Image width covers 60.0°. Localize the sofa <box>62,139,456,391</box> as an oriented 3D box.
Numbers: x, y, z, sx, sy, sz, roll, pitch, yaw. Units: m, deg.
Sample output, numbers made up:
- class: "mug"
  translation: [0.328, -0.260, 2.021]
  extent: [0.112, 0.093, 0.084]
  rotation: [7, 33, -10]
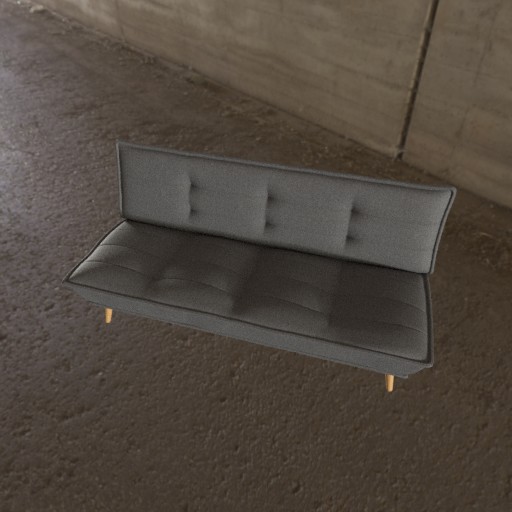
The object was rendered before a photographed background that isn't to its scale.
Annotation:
- class: "sofa"
  translation: [0.000, 0.000, 2.507]
  extent: [1.940, 0.890, 0.950]
  rotation: [11, 41, 13]
